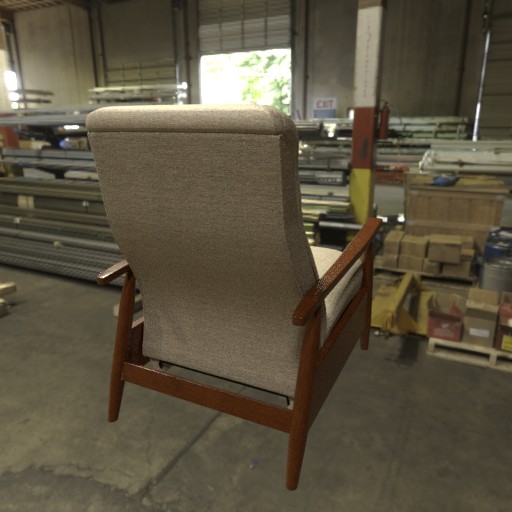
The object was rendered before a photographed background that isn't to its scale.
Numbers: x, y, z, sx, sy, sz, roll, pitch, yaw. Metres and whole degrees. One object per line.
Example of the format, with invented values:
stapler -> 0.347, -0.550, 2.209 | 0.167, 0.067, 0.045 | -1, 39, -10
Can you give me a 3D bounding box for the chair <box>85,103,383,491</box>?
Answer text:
chair -> 0.000, 0.000, 1.717 | 0.762, 1.082, 1.014 | 8, 19, 25
